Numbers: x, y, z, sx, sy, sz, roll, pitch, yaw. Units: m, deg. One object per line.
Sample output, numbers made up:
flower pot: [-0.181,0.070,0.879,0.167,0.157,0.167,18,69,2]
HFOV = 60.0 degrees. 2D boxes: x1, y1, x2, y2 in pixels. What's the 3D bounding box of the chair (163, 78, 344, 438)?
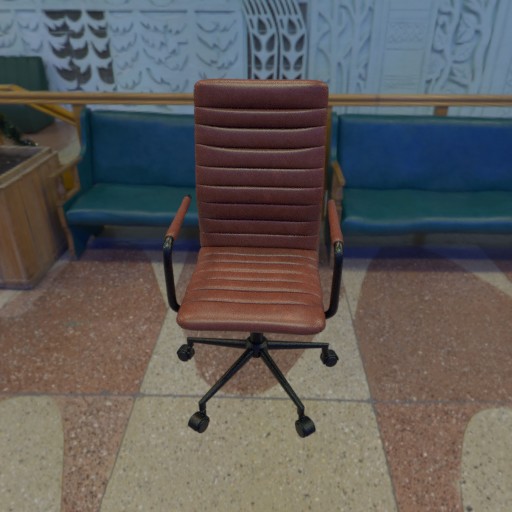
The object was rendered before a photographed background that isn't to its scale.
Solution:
chair: [0.000,0.000,1.382,0.608,0.979,0.580,2,29,3]
